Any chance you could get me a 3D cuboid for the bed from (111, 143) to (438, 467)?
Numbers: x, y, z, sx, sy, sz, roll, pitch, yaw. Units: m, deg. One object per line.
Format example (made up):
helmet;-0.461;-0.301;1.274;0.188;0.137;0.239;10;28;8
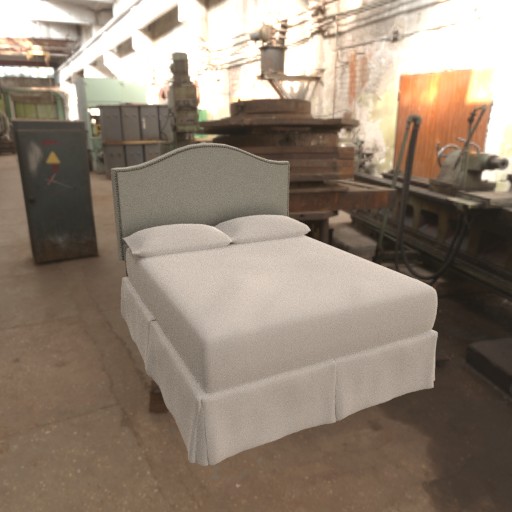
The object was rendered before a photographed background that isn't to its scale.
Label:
bed;0.000;0.000;3.405;1.813;1.607;2.180;-8;18;-25
